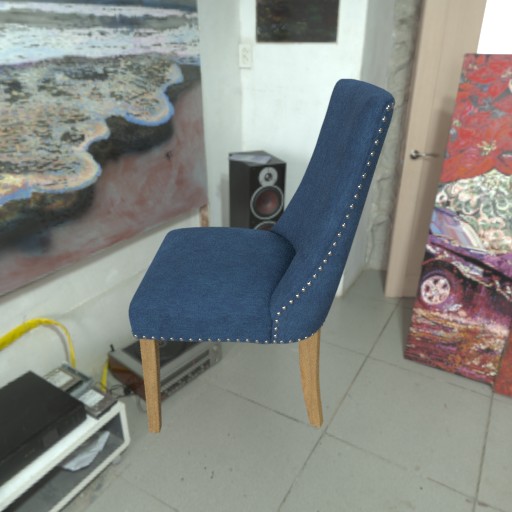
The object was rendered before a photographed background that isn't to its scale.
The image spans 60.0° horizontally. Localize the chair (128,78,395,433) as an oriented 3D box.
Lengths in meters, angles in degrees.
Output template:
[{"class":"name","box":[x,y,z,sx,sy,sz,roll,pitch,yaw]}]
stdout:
[{"class":"chair","box":[0.000,0.000,1.241,0.610,0.902,0.495,1,26,1]}]
